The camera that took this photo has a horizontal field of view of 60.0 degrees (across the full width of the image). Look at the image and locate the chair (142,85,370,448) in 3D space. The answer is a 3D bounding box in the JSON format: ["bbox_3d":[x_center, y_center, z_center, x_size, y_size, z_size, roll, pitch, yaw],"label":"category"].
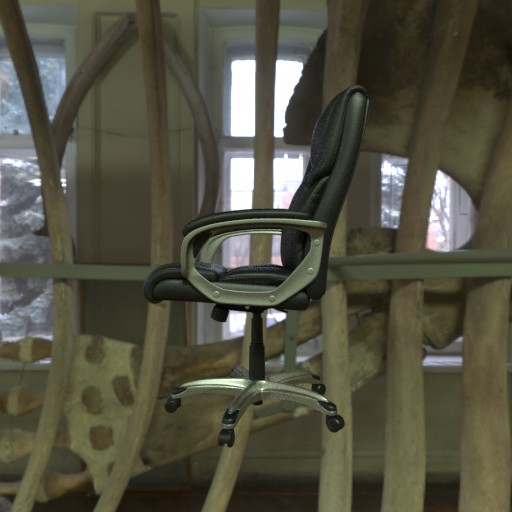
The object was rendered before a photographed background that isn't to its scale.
[{"bbox_3d":[0.000,0.000,1.647,0.739,1.155,0.663,0,0,-1],"label":"chair"}]
